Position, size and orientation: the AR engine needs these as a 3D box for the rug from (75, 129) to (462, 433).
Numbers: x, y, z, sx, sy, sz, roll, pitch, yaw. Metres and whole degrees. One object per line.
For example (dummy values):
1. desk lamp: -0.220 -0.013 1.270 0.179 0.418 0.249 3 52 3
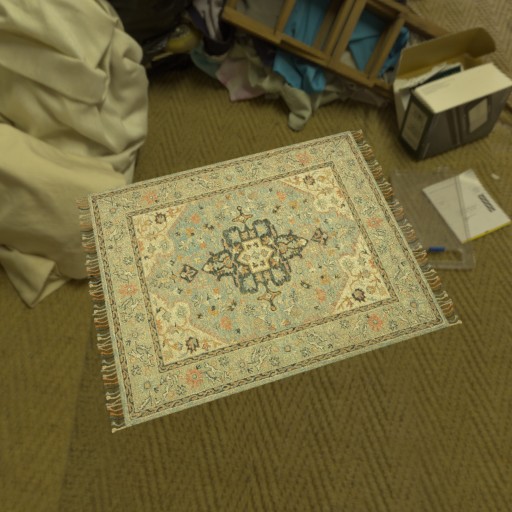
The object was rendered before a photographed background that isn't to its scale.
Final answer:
1. rug: 0.000 0.000 3.560 2.651 0.010 1.971 -15 65 -7
